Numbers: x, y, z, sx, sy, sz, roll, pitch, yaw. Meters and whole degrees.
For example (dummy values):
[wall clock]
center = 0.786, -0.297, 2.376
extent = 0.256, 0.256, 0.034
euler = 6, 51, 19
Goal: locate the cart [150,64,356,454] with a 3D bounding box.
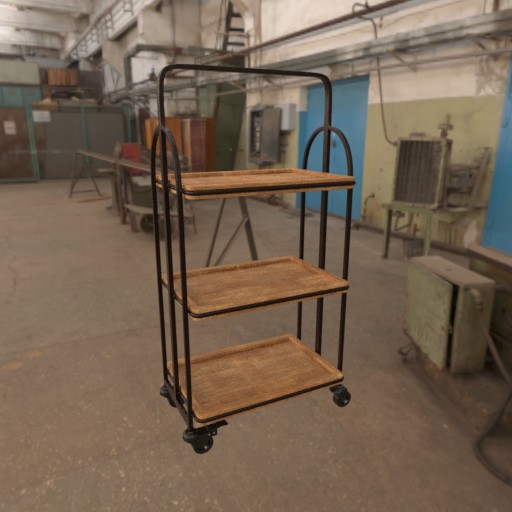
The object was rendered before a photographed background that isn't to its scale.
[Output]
[cart]
center = 0.000, 0.000, 1.278
extent = 0.553, 1.001, 0.327
euler = -8, 18, -26
